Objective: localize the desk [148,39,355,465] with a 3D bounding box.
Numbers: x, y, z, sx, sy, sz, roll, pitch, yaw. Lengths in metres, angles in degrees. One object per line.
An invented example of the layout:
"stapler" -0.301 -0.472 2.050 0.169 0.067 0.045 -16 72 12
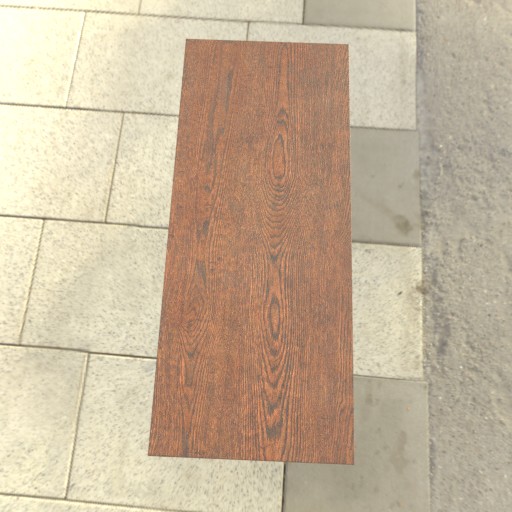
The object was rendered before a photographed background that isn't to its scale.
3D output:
"desk" 0.000 0.000 1.799 0.610 0.792 1.384 2 76 1
